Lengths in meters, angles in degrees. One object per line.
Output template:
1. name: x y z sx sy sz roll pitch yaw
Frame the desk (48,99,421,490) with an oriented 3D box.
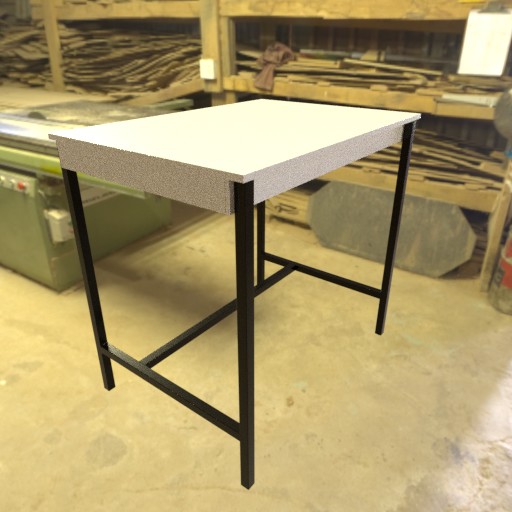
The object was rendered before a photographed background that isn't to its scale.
1. desk: 0.000 0.000 1.309 0.573 0.766 0.811 19 32 33
